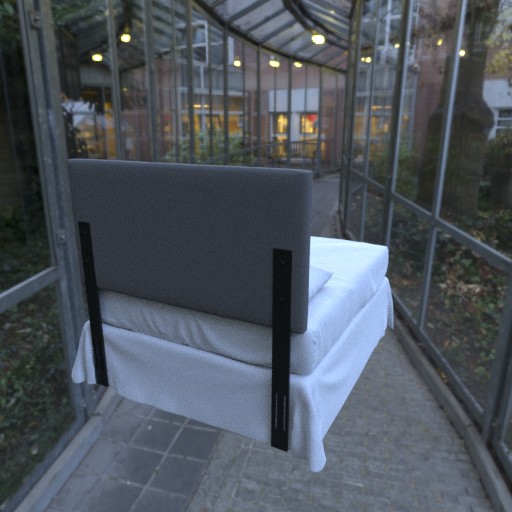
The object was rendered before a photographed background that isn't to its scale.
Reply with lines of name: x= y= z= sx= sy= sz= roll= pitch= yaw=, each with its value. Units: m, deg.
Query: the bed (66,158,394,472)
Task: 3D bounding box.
bed: x=0.000 y=0.000 z=3.490 sx=1.936 sy=1.577 sz=2.222 roll=9 pitch=18 yaw=27
